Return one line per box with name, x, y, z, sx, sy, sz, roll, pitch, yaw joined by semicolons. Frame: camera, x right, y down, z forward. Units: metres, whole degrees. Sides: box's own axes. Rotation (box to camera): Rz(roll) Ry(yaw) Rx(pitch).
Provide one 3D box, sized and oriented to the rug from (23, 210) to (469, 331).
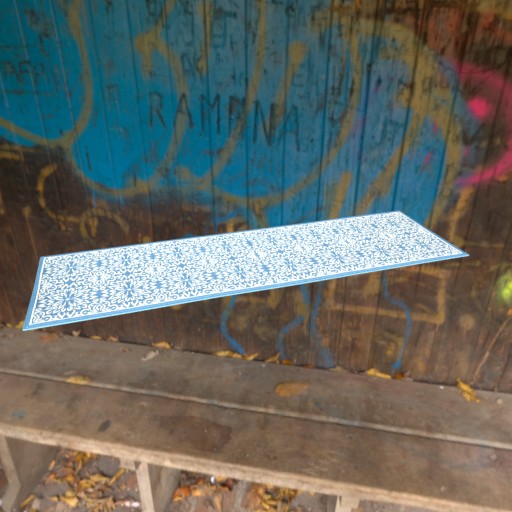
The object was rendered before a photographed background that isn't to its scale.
rug;0.000;0.000;2.370;2.196;0.011;0.662;-8;29;-15
